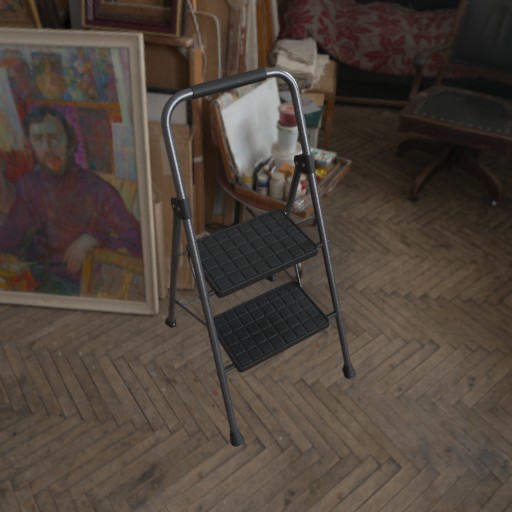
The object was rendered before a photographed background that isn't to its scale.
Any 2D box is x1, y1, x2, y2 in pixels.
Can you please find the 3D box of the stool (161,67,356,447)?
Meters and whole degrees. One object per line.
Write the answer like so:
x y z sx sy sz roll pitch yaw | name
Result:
0.000 0.000 1.167 0.450 0.872 0.514 -23 50 -21 | stool
